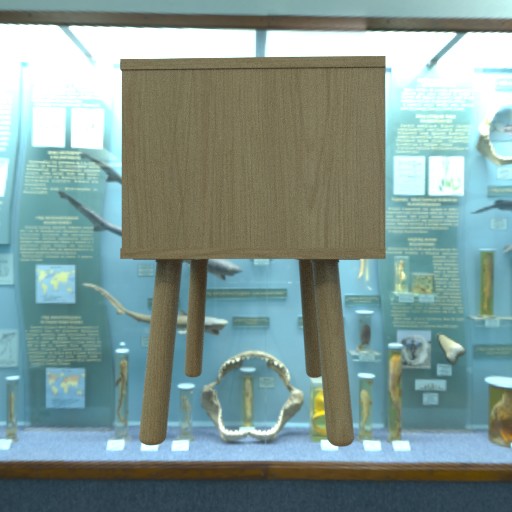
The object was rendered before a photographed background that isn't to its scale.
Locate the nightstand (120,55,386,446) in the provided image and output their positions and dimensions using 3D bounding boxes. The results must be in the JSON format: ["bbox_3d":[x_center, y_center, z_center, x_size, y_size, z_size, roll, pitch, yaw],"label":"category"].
[{"bbox_3d":[0.000,0.000,0.859,0.380,0.571,0.450,0,0,2],"label":"nightstand"}]
